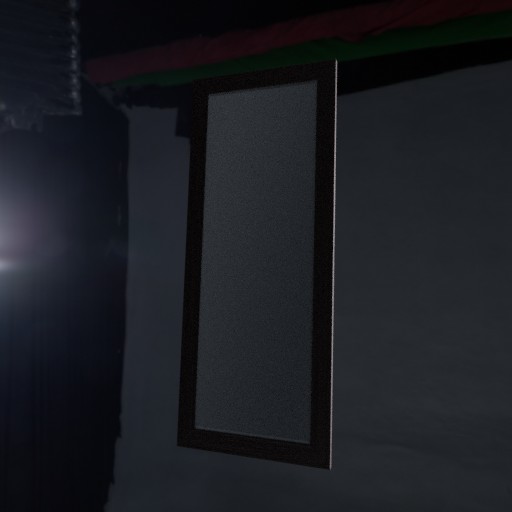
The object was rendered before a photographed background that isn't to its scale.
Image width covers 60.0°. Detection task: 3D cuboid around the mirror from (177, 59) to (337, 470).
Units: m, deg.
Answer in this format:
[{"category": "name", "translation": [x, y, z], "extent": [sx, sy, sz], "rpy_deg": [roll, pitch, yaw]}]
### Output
[{"category": "mirror", "translation": [0.000, 0.000, 2.325], "extent": [0.812, 2.020, 0.221], "rpy_deg": [0, 0, 19]}]
